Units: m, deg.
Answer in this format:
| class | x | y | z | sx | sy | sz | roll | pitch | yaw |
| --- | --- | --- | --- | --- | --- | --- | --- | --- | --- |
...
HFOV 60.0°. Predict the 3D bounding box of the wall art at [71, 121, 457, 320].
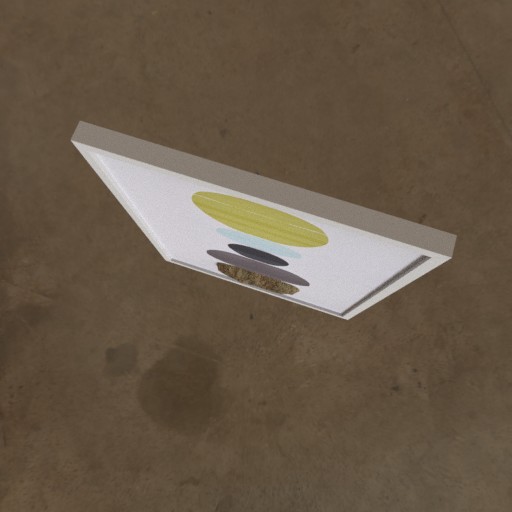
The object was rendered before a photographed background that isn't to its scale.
| class | x | y | z | sx | sy | sz | roll | pitch | yaw |
| --- | --- | --- | --- | --- | --- | --- | --- | --- | --- |
| wall art | 0.000 | 0.000 | 1.046 | 0.611 | 0.763 | 0.055 | 18 | 76 | 5 |
